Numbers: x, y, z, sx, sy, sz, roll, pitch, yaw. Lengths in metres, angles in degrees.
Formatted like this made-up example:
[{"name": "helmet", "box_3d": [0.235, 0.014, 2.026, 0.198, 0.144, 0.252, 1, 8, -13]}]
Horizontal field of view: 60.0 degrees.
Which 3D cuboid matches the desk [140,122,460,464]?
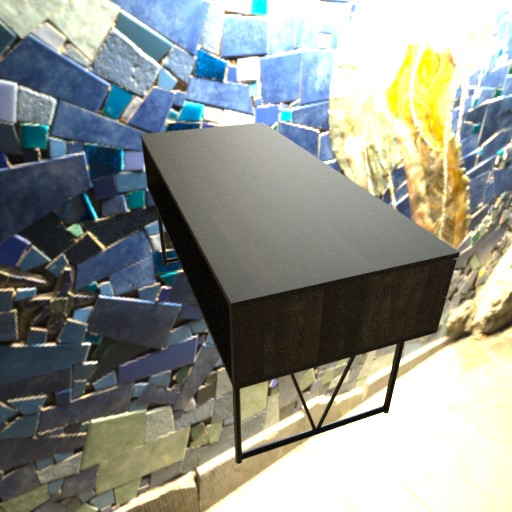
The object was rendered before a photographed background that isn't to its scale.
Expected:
[{"name": "desk", "box_3d": [0.000, 0.000, 2.049, 0.730, 0.780, 1.600, -11, 33, -17]}]
